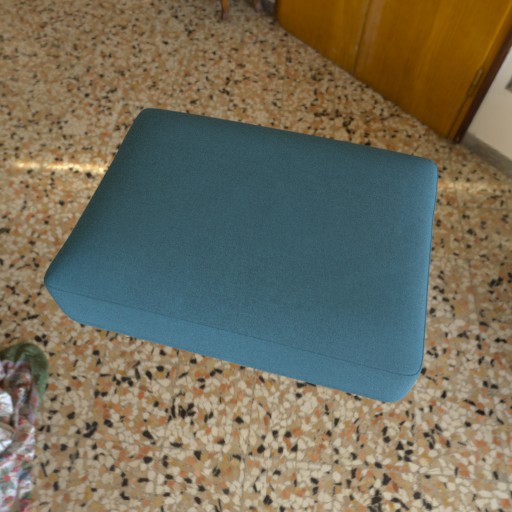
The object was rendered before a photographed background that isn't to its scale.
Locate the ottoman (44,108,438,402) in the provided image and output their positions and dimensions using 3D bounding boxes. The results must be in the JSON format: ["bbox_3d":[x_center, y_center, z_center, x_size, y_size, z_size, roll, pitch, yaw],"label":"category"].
[{"bbox_3d":[0.000,0.000,1.071,0.749,0.428,0.549,13,59,8],"label":"ottoman"}]
